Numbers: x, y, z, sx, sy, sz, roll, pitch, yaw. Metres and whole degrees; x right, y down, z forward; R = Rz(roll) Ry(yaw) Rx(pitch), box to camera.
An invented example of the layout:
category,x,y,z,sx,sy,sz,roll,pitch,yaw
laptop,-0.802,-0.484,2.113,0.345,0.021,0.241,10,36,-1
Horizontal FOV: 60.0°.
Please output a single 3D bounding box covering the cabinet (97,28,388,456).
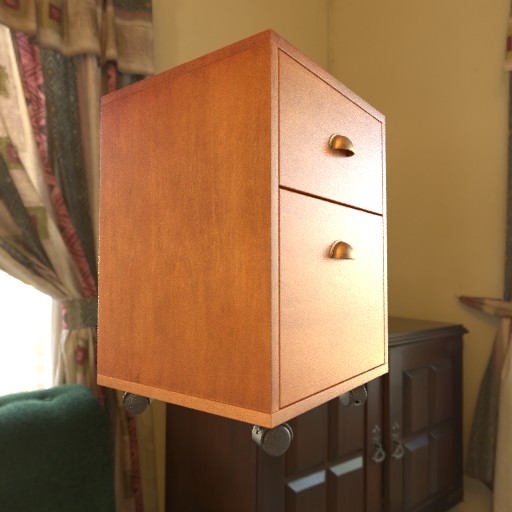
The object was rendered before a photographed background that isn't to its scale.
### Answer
category,x,y,z,sx,sy,sz,roll,pitch,yaw
cabinet,0.000,0.000,0.841,0.401,0.579,0.409,-2,-3,37
